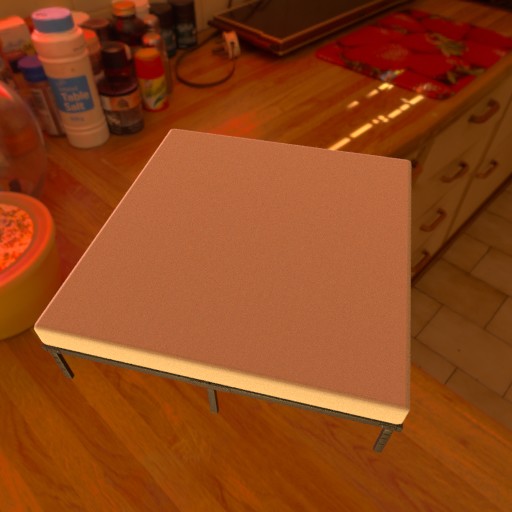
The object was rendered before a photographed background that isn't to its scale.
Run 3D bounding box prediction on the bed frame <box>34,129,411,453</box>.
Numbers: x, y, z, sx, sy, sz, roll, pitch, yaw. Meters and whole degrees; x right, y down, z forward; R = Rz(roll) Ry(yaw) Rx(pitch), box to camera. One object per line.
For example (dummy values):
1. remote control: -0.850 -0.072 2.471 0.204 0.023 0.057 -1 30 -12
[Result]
1. bed frame: 0.000 0.000 3.901 2.526 0.680 2.635 10 48 9
